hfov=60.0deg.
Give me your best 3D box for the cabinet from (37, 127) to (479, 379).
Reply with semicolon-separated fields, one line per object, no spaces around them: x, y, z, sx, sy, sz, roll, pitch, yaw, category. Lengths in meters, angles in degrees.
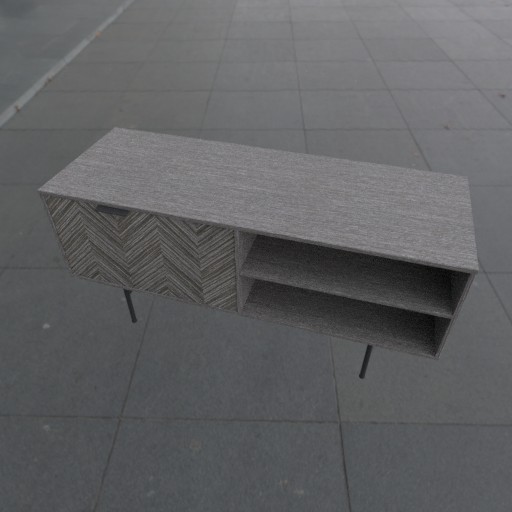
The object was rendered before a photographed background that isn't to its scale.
0.000;0.000;1.611;1.300;0.599;0.500;11;42;12;cabinet
